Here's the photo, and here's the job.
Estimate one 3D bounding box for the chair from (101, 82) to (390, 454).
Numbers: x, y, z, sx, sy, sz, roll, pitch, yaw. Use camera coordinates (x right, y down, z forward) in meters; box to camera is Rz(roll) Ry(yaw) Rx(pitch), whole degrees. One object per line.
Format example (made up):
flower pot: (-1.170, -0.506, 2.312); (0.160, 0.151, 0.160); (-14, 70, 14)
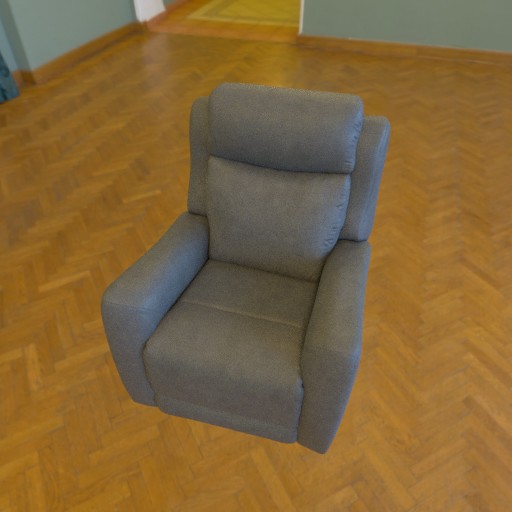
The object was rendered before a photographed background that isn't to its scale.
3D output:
chair: (0.000, 0.000, 1.885); (0.967, 1.116, 1.068); (11, 43, 12)
